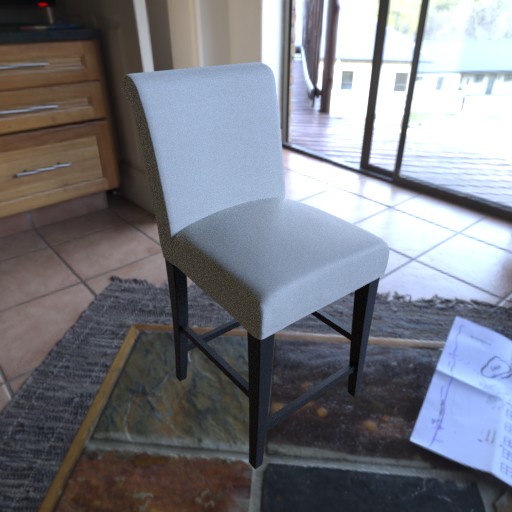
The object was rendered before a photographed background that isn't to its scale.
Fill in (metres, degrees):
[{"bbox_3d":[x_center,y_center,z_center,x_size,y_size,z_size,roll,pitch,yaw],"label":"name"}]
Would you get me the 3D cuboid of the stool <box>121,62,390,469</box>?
[{"bbox_3d":[0.000,0.000,1.297,0.452,0.976,0.597,-22,36,-33],"label":"stool"}]
